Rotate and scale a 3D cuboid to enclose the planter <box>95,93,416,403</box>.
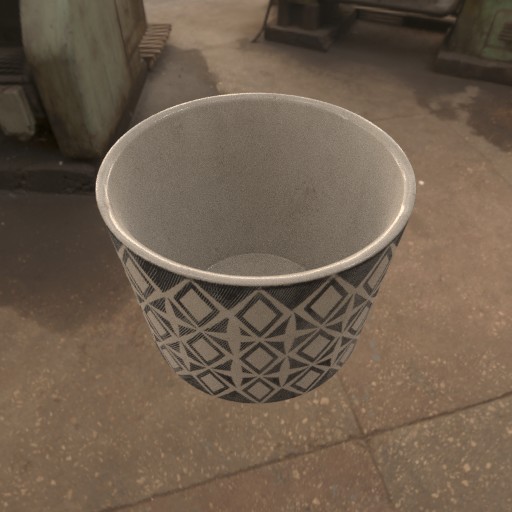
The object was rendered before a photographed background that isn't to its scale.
[{"bbox_3d":[0.000,0.000,0.449,0.260,0.220,0.260,0,46,0],"label":"planter"}]
